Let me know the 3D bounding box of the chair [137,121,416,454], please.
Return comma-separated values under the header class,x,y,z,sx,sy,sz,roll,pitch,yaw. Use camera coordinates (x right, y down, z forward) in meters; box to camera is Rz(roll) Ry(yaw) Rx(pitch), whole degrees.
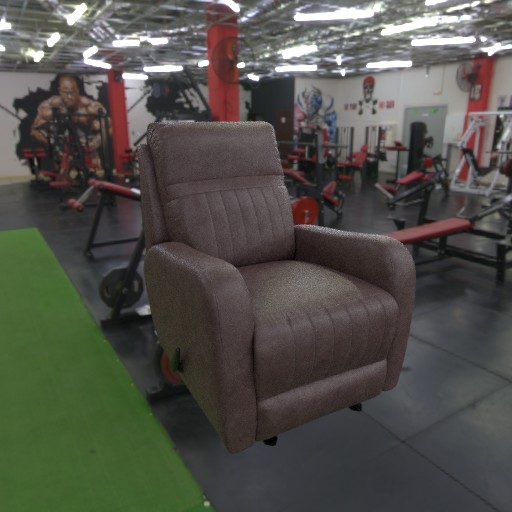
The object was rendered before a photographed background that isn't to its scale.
class,x,y,z,sx,sy,sz,roll,pitch,yaw
chair,0.000,0.000,1.831,0.865,1.067,1.067,-9,19,-28
